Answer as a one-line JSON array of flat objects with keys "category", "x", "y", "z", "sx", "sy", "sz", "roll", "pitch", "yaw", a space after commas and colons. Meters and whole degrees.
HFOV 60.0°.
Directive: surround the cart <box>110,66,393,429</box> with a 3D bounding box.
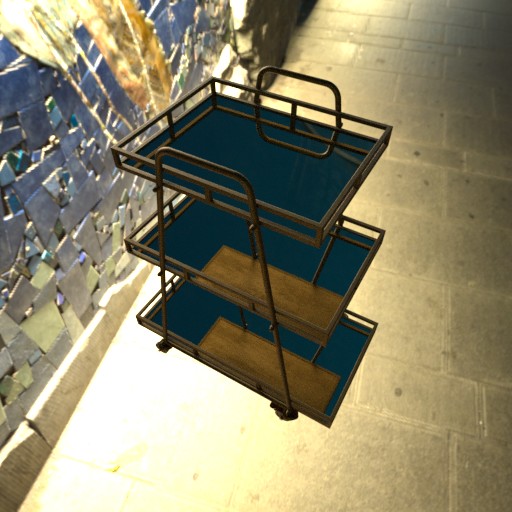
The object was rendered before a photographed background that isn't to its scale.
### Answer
[{"category": "cart", "x": 0.000, "y": 0.000, "z": 1.240, "sx": 0.711, "sy": 0.883, "sz": 0.441, "roll": 23, "pitch": 51, "yaw": 20}]
